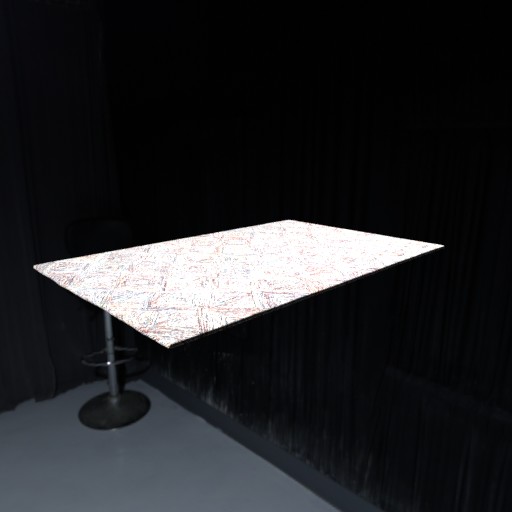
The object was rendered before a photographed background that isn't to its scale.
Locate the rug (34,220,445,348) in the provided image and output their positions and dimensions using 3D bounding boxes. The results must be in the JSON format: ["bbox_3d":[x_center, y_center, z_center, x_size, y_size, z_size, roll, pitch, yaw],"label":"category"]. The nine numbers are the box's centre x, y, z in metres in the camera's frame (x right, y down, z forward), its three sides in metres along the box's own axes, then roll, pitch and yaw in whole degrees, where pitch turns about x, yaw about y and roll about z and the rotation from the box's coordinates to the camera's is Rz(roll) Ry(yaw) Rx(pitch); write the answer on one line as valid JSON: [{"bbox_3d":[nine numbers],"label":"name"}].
[{"bbox_3d":[0.000,0.000,2.216,1.761,0.014,1.143,-14,20,-42],"label":"rug"}]
